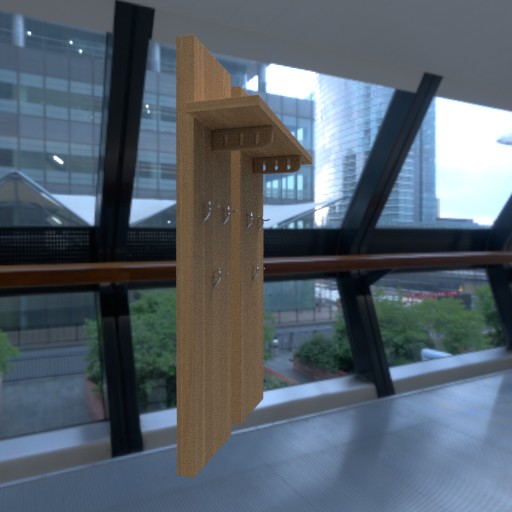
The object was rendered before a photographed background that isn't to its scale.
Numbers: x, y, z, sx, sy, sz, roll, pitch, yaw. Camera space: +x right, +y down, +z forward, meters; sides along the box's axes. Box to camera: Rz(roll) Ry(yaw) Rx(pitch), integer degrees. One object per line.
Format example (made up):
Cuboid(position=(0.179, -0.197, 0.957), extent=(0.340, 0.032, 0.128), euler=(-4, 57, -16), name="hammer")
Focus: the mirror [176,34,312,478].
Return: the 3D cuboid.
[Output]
Cuboid(position=(0.000, 0.000, 1.564), extent=(0.260, 1.250, 0.800), euler=(0, 1, 17), name="mirror")
